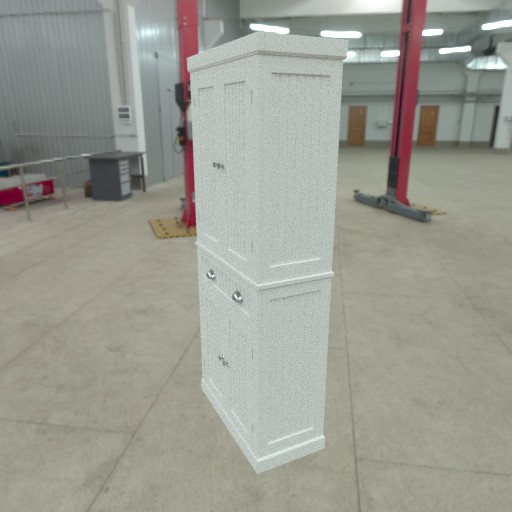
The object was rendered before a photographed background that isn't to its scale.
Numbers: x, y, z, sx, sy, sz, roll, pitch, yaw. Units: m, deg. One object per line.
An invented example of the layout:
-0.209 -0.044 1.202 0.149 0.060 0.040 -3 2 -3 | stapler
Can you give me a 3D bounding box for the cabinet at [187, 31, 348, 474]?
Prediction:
0.000 0.000 2.150 0.390 1.829 0.754 -8 19 -25 | cabinet
